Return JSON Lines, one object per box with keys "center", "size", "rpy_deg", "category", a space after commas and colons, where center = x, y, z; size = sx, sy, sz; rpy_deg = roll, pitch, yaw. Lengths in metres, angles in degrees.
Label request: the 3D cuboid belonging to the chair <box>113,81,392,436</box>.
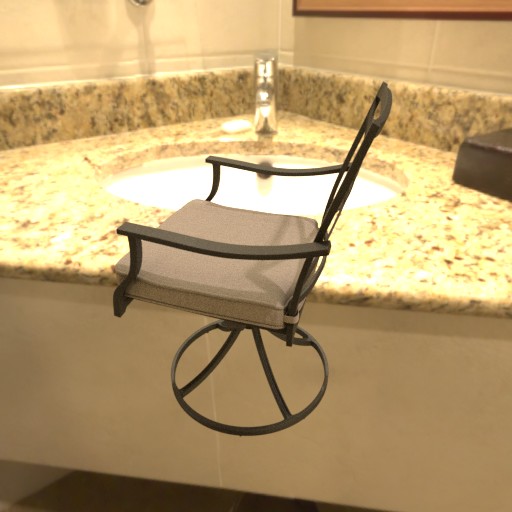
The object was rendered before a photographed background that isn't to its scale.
{"center": [0.000, 0.000, 1.260], "size": [0.620, 0.889, 0.575], "rpy_deg": [8, 31, 14], "category": "chair"}
